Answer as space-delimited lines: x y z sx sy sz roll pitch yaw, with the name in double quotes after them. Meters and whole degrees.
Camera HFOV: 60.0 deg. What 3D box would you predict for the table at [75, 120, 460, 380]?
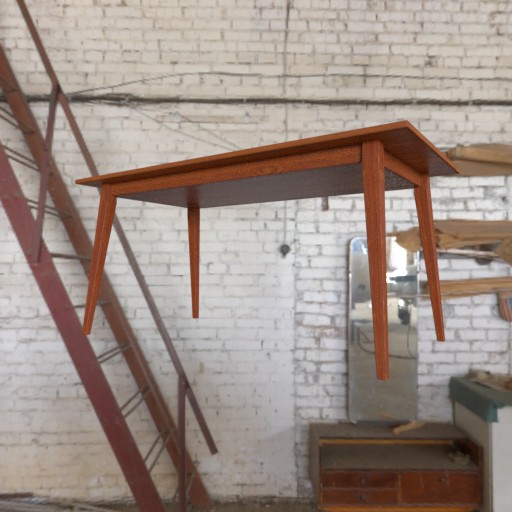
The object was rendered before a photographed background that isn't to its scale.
0.000 0.000 2.054 1.609 0.755 0.811 -1 -1 34 "table"
